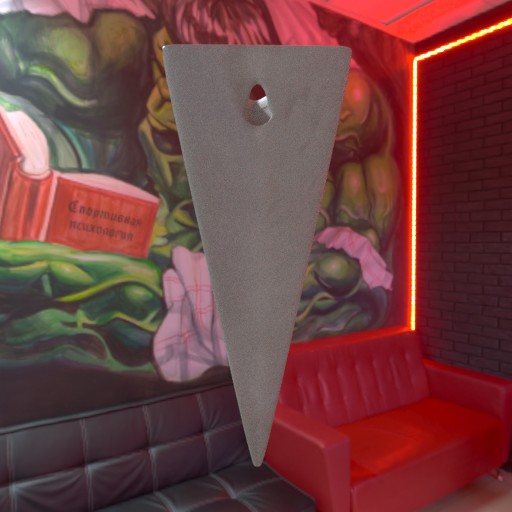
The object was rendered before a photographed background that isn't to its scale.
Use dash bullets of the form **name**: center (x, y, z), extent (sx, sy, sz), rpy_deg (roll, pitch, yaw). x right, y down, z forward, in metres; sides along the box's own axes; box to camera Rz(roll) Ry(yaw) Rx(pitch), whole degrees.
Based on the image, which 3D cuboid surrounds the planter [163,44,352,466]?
- **planter**: center (0.000, 0.000, 0.159), extent (0.058, 0.130, 0.047), rpy_deg (0, 1, -1)
